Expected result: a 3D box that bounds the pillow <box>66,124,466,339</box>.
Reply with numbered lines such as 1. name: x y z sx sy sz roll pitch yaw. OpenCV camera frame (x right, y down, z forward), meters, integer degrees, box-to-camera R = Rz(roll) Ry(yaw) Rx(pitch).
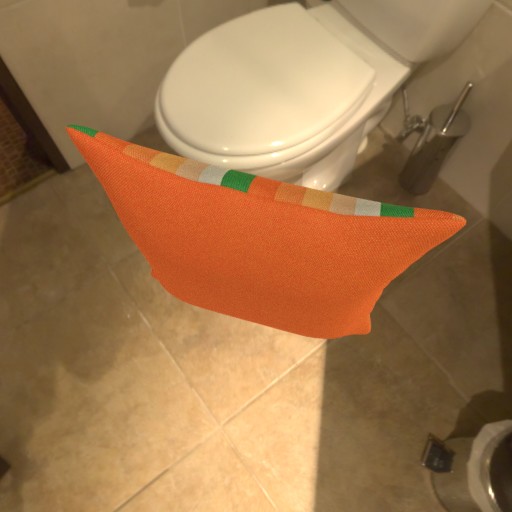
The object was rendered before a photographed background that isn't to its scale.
1. pillow: 0.000 0.000 0.682 0.453 0.444 0.169 14 66 7
